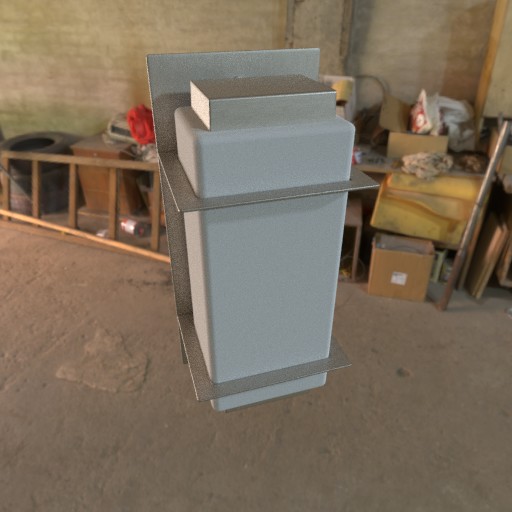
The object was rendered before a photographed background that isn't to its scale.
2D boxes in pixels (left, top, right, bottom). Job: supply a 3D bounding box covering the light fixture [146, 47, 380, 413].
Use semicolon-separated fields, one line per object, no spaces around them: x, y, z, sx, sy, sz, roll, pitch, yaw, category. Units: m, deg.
0.000;0.000;0.466;0.168;0.380;0.160;-9;33;-14;light fixture
